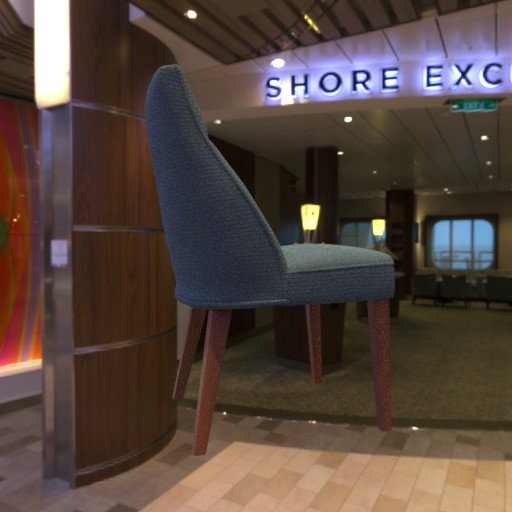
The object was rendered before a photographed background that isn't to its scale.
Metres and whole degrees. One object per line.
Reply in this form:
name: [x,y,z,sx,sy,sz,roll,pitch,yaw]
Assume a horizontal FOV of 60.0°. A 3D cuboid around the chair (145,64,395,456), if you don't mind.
chair: [0.000,0.000,1.294,0.620,0.930,0.500,0,2,-17]
